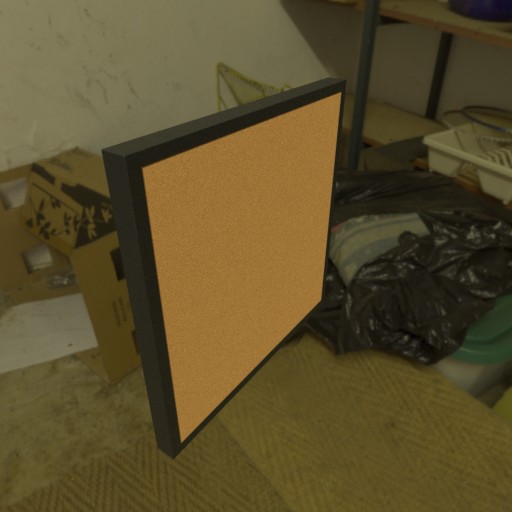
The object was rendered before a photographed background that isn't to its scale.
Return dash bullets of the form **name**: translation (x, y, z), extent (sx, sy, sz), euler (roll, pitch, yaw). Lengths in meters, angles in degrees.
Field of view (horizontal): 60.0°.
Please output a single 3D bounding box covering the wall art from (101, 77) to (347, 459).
- **wall art**: translation (0.000, 0.000, 0.765), extent (0.037, 0.506, 0.506), euler (21, 37, 30)
